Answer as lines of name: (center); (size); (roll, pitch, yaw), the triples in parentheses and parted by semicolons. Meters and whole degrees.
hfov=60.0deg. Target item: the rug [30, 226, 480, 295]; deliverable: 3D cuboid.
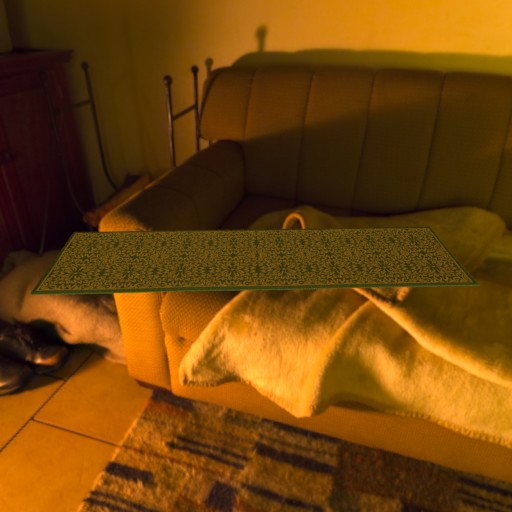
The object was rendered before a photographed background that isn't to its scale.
rug: (0.000, 0.000, 2.445); (2.196, 0.011, 0.662); (-1, 30, -2)
